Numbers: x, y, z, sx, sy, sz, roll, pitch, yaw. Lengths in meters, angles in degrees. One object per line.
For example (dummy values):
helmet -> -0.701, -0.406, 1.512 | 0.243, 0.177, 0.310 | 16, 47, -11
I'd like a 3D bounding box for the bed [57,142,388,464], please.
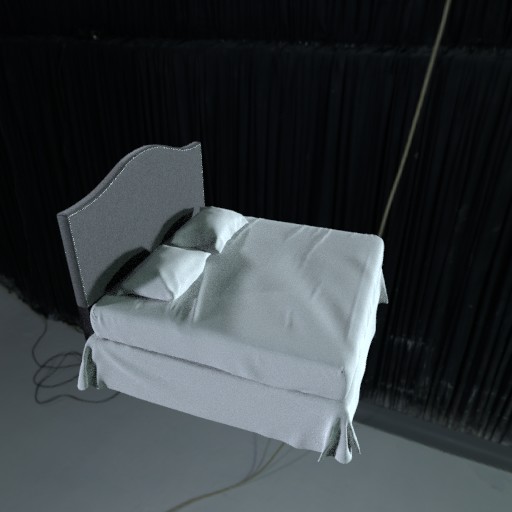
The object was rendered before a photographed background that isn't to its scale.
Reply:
bed -> 0.000, 0.000, 3.738 | 2.219, 1.651, 2.314 | 10, 31, 18
